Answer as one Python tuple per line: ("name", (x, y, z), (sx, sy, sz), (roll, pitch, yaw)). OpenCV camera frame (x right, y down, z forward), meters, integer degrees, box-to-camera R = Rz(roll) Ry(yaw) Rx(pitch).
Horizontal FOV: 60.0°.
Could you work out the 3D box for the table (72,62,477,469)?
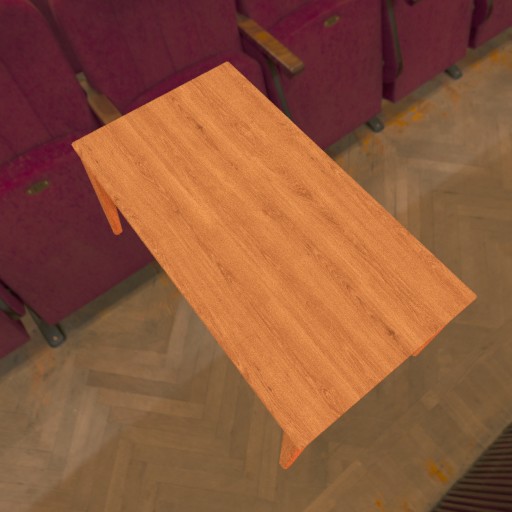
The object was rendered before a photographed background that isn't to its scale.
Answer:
("table", (0.000, 0.000, 2.099), (0.900, 0.760, 1.600), (-35, 68, -16))
